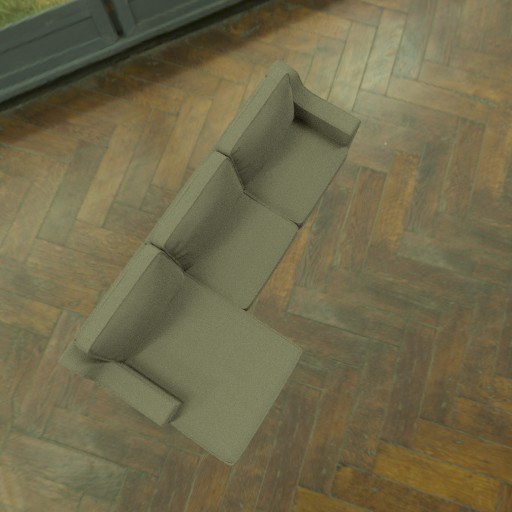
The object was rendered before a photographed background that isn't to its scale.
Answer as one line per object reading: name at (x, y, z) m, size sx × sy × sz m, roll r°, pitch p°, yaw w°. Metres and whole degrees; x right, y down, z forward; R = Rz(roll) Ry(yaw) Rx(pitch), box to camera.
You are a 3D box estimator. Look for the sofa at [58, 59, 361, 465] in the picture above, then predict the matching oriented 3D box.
sofa at (0.000, 0.000, 3.173) m, size 1.294 × 0.928 × 2.561 m, roll 32°, pitch 78°, yaw 7°
